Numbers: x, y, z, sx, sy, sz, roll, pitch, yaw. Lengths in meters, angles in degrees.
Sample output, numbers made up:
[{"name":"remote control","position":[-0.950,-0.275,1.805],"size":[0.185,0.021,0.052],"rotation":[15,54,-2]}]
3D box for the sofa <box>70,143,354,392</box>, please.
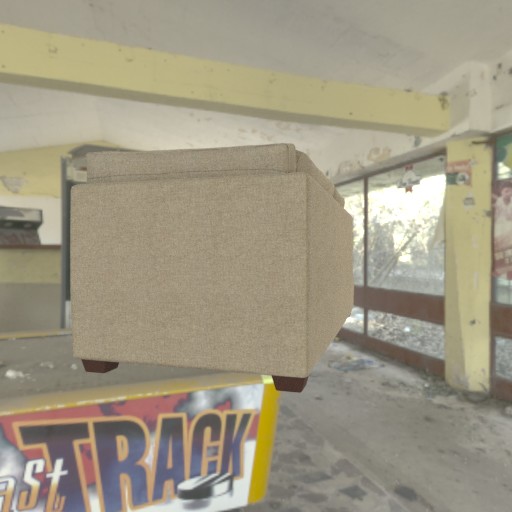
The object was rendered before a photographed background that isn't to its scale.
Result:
[{"name":"sofa","position":[0.000,0.000,2.847],"size":[1.110,1.019,2.238],"rotation":[0,0,17]}]
